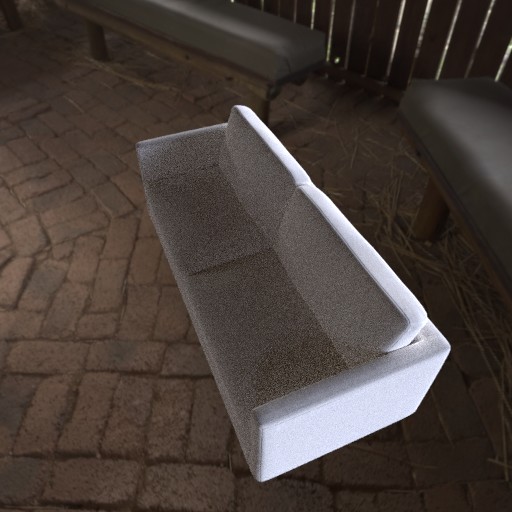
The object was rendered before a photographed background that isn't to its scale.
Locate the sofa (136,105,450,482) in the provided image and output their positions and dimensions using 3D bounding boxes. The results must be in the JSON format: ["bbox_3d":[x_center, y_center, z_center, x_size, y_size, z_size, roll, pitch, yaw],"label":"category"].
[{"bbox_3d":[0.000,0.000,2.600,0.924,0.933,2.139,-17,48,-16],"label":"sofa"}]
